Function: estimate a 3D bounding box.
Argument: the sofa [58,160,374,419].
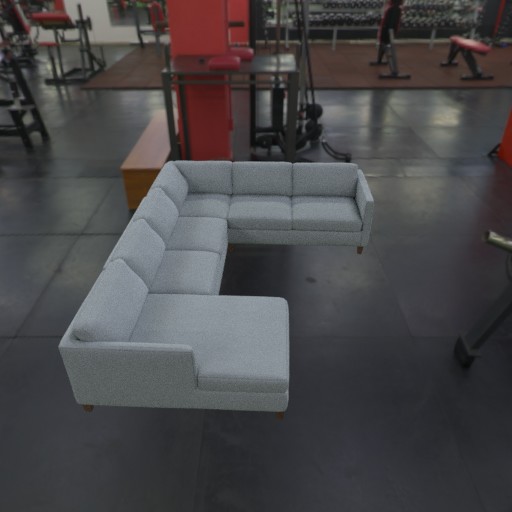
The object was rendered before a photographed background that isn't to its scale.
[{"bbox_3d":[0.000,0.000,4.385,2.551,0.853,3.238,1,33,2],"label":"sofa"}]
